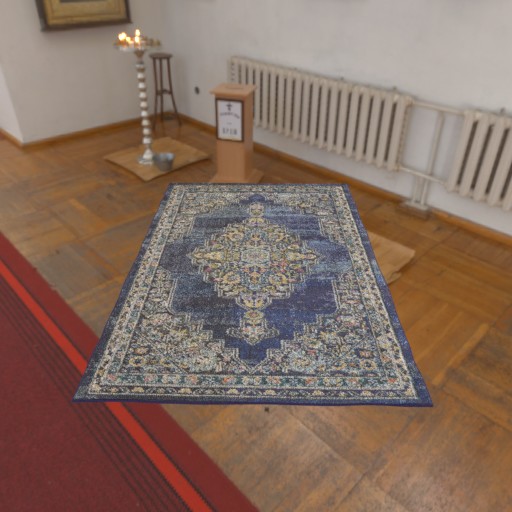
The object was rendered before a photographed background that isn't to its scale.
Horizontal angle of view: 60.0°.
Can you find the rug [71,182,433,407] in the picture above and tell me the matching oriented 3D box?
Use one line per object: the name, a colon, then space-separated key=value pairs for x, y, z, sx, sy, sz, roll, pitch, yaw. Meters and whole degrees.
rug: x=0.000 y=0.000 z=2.183 sx=1.184 sy=0.012 sz=1.781 roll=1 pitch=33 yaw=1
